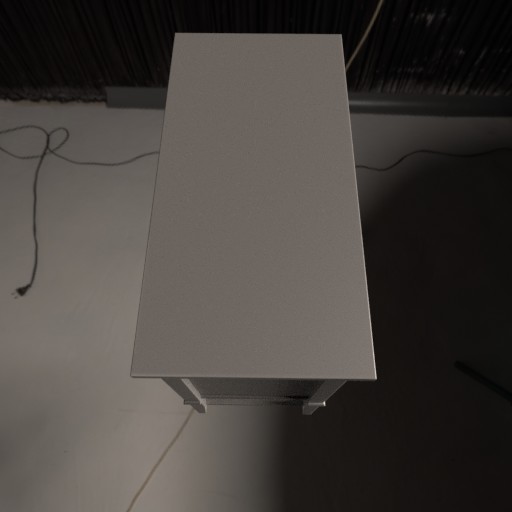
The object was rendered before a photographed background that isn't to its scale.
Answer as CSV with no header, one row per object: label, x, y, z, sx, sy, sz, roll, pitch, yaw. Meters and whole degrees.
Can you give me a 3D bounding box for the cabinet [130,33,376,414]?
cabinet,0.000,0.000,1.234,0.396,0.780,0.801,1,65,0
